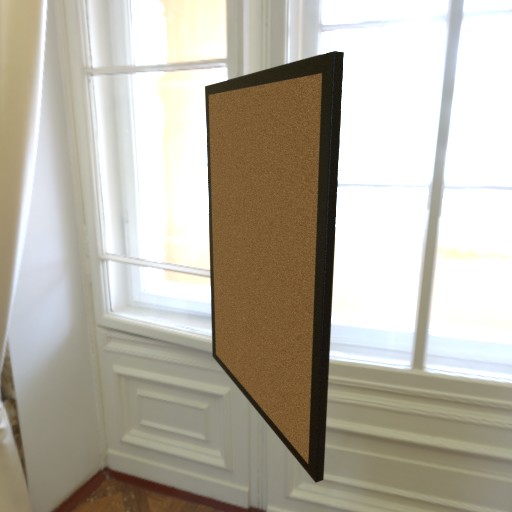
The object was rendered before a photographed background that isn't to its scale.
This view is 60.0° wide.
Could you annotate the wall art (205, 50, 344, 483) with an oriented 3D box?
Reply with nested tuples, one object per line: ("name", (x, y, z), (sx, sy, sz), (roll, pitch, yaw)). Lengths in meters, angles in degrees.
("wall art", (0.000, 0.000, 0.856), (0.016, 0.657, 0.480), (-7, 17, -25))
